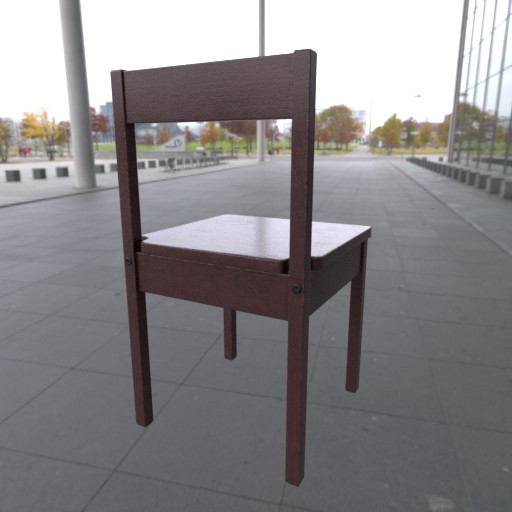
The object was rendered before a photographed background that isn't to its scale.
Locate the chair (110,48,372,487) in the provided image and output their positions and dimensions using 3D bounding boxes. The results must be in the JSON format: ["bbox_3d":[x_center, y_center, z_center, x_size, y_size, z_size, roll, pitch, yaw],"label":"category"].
[{"bbox_3d":[0.000,0.000,0.881,0.367,0.668,0.361,8,16,28],"label":"chair"}]
